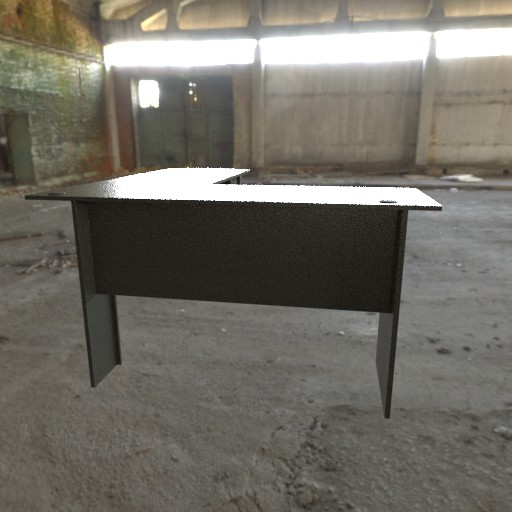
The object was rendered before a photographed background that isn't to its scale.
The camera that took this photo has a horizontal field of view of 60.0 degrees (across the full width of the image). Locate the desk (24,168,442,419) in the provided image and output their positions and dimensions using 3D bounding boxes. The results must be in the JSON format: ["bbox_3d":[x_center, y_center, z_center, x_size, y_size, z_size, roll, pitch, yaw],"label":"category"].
[{"bbox_3d":[0.000,0.000,2.085,1.303,0.716,1.361,3,15,10],"label":"desk"}]
